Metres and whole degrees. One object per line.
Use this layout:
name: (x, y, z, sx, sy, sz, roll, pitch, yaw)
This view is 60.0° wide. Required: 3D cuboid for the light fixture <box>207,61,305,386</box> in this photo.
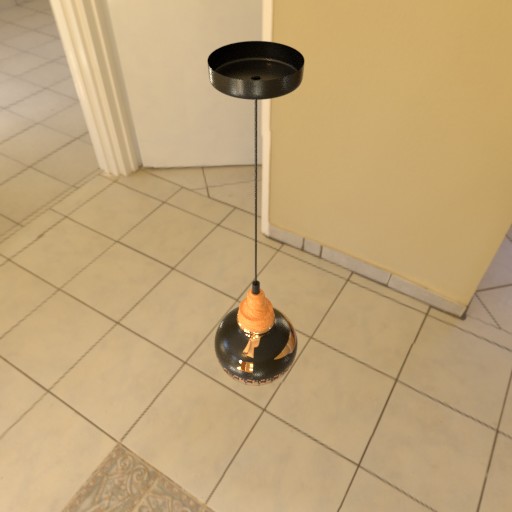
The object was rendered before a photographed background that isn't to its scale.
light fixture: (0.000, 0.000, 1.836, 0.430, 1.606, 0.430, 17, 48, 15)
